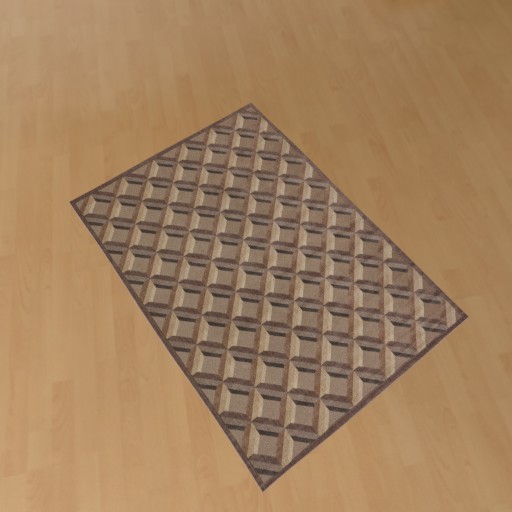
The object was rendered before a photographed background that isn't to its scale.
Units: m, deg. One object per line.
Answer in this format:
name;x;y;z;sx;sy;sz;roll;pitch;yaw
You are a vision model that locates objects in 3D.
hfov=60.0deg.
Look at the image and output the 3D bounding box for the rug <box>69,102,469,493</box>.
rug;0.000;0.000;2.923;1.600;0.013;2.260;-34;68;-16
